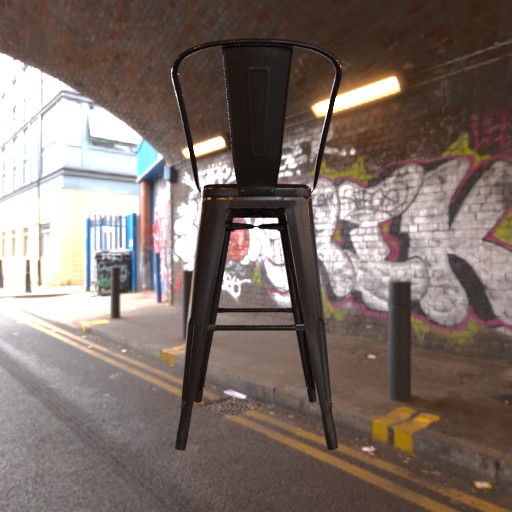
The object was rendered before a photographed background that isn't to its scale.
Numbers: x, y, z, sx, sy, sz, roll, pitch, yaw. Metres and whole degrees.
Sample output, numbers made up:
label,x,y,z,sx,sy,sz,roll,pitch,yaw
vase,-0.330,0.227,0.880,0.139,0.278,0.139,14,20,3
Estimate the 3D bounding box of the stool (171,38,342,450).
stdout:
label,x,y,z,sx,sy,sz,roll,pitch,yaw
stool,0.000,0.000,1.297,0.432,1.022,0.528,0,0,-1
